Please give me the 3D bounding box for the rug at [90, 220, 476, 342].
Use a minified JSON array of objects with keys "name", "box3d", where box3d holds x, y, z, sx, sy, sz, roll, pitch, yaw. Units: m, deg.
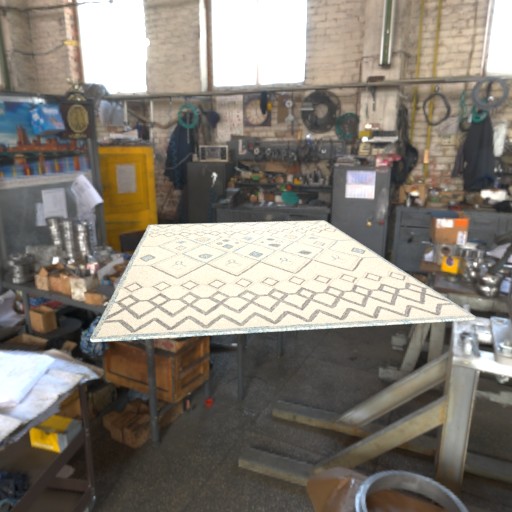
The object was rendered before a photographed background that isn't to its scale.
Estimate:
[{"name":"rug","box3d":[0.000,0.000,2.285,1.260,0.009,1.820,-2,15,-8]}]
